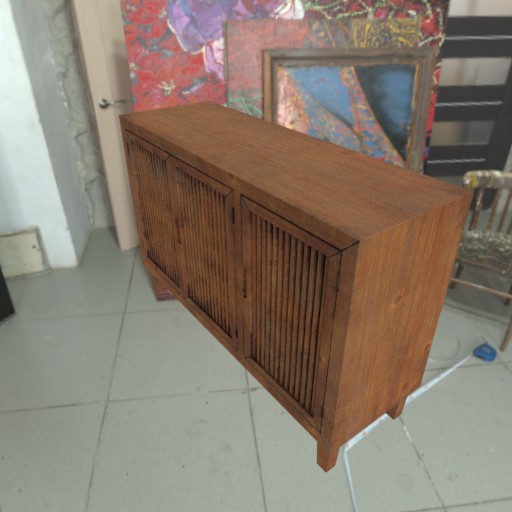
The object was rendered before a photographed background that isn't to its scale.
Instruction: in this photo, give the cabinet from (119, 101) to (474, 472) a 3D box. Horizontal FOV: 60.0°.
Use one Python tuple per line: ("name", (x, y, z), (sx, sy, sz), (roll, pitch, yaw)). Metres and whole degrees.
("cabinet", (0.000, 0.000, 1.578), (0.403, 0.805, 1.204), (-21, 37, -31))
